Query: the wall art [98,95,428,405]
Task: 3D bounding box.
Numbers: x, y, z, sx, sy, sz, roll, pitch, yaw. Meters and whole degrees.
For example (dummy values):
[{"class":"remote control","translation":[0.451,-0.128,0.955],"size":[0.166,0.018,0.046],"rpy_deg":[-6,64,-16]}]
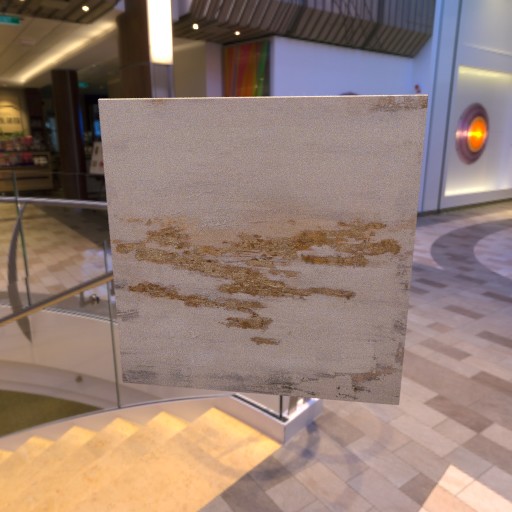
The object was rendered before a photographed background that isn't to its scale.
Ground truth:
[{"class":"wall art","translation":[0.000,0.000,0.909],"size":[0.611,0.613,0.040],"rpy_deg":[2,15,8]}]
